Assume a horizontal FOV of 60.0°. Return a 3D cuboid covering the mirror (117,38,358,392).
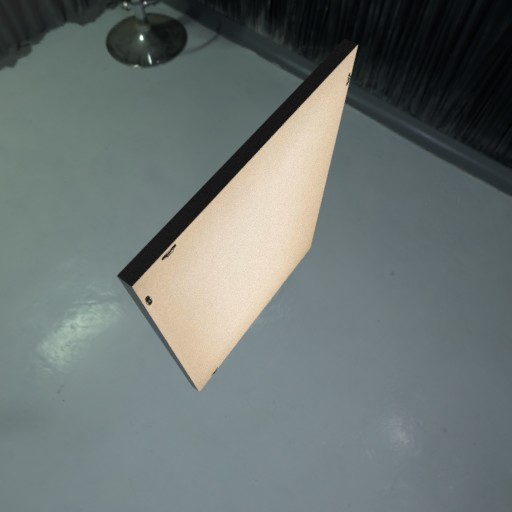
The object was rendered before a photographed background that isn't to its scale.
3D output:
[{"bbox_3d":[0.000,0.000,1.355,0.041,1.016,0.762,33,68,16],"label":"mirror"}]
